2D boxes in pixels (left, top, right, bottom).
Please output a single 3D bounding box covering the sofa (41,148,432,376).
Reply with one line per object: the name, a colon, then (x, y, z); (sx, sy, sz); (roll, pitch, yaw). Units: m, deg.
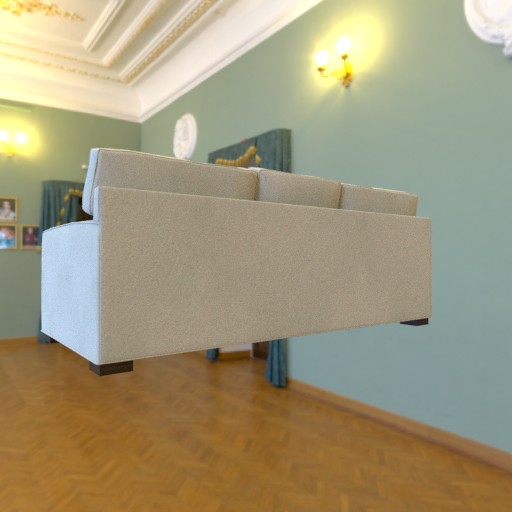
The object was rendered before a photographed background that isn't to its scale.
sofa: (0.000, 0.000, 2.543); (2.088, 0.862, 0.935); (0, 0, -37)
